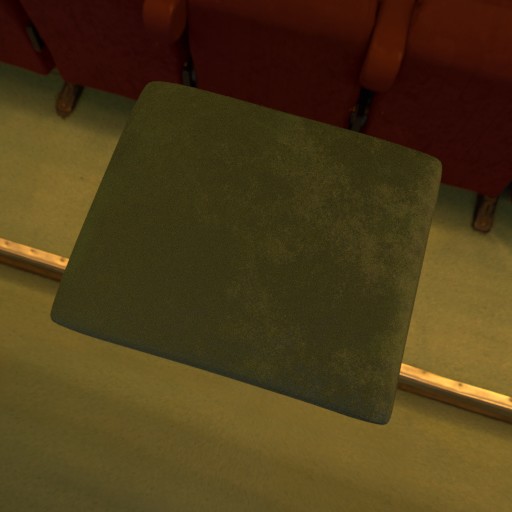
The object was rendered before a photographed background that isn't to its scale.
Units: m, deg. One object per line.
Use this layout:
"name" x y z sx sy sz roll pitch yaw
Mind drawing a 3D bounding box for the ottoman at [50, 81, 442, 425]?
"ottoman" 0.000 0.000 1.296 0.839 0.538 0.701 16 76 4
